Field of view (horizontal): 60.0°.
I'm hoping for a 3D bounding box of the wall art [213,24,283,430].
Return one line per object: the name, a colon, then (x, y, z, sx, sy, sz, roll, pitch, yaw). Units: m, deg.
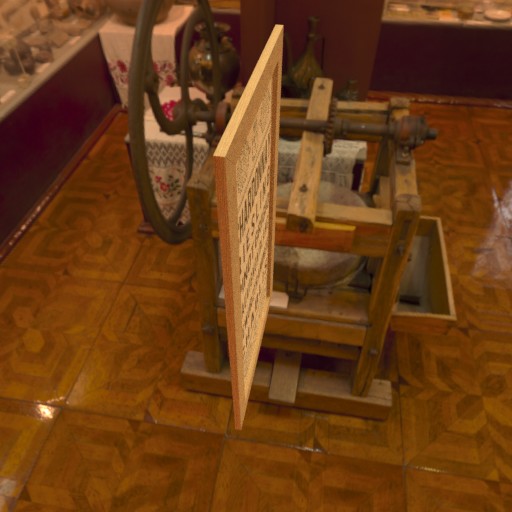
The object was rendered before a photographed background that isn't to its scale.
wall art: (0.000, 0.000, 0.829, 0.013, 0.683, 0.381, 8, 47, 8)
